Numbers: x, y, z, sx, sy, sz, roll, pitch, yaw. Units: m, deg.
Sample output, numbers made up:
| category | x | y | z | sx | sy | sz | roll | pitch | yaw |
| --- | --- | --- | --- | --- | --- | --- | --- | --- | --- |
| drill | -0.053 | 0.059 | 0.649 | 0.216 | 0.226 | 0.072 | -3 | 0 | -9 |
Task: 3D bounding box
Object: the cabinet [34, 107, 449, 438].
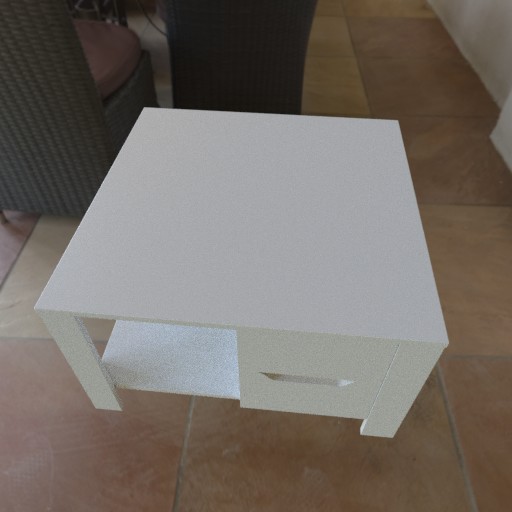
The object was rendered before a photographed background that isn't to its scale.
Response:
| category | x | y | z | sx | sy | sz | roll | pitch | yaw |
| --- | --- | --- | --- | --- | --- | --- | --- | --- | --- |
| cabinet | 0.000 | 0.000 | 1.286 | 0.800 | 0.460 | 0.800 | 4 | 47 | 4 |
